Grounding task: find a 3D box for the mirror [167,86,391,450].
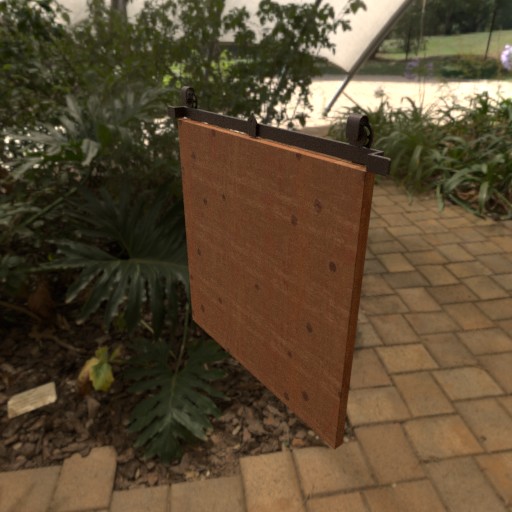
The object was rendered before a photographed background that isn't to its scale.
[{"bbox_3d":[0.000,0.000,1.185,0.054,0.800,0.805,-18,32,-33],"label":"mirror"}]
